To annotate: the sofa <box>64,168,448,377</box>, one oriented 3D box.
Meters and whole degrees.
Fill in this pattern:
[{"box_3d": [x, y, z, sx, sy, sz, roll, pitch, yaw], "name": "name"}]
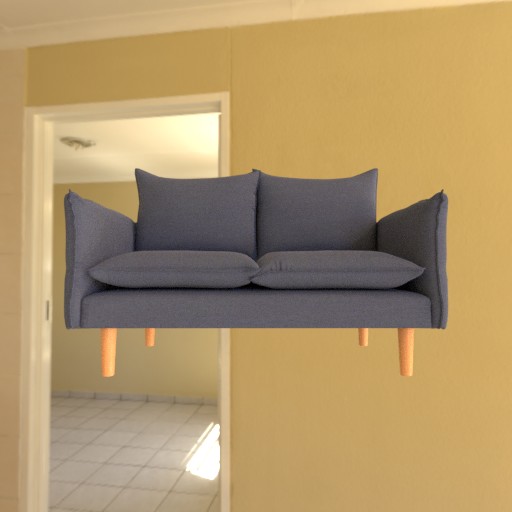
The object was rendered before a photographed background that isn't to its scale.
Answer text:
[{"box_3d": [0.000, 0.000, 1.823, 1.300, 0.840, 0.820, 0, -2, 0], "name": "sofa"}]
